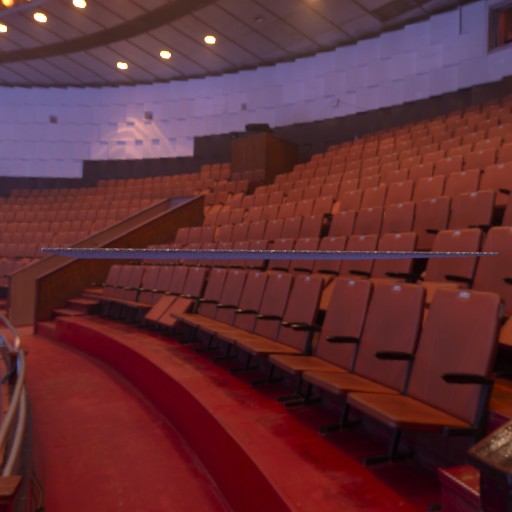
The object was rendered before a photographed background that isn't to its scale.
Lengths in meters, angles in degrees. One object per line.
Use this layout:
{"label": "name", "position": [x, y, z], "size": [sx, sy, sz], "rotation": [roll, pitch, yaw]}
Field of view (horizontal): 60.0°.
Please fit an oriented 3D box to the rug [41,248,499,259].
{"label": "rug", "position": [0.000, 0.000, 2.703], "size": [2.144, 0.015, 1.543], "rotation": [0, -1, -17]}
